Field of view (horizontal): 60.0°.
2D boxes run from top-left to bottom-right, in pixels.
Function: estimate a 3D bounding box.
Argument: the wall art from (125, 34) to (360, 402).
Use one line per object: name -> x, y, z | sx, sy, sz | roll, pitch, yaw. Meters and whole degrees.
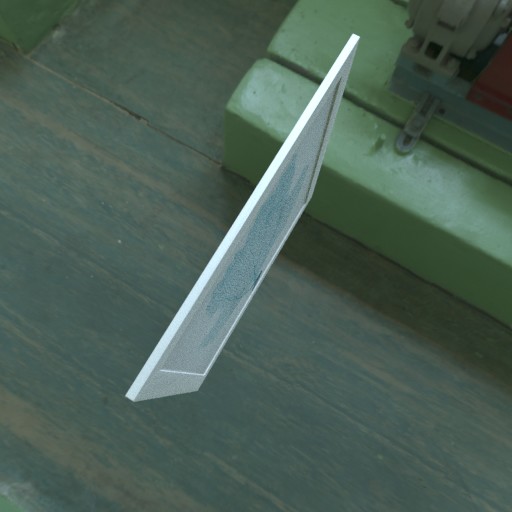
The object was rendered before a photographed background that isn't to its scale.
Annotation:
wall art -> 0.000, 0.000, 0.857 | 0.013, 0.584, 0.584 | 29, 76, 8
